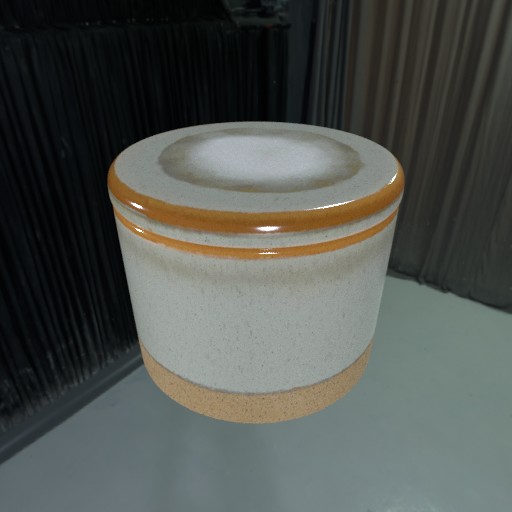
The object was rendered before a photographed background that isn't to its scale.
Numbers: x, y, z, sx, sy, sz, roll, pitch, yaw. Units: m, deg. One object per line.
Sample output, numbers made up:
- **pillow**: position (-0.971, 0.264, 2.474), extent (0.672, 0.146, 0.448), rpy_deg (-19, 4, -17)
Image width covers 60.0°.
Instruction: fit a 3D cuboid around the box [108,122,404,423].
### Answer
- **box**: position (0.000, 0.000, 0.213), extent (0.123, 0.100, 0.123), rpy_deg (0, 30, 0)
